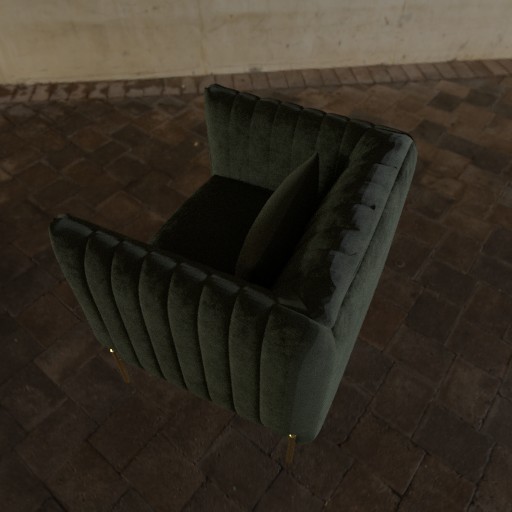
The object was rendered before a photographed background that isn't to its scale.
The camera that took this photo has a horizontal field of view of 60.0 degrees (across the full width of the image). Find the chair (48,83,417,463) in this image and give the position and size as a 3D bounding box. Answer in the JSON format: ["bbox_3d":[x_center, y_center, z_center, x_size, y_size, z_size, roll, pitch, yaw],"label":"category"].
[{"bbox_3d":[0.000,0.000,1.657,0.877,0.794,1.032,20,51,17],"label":"chair"}]
